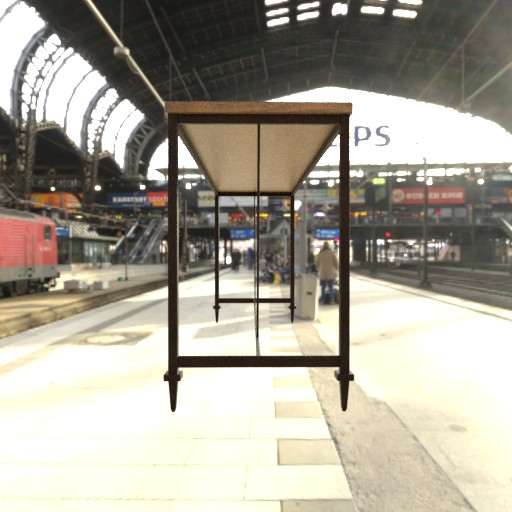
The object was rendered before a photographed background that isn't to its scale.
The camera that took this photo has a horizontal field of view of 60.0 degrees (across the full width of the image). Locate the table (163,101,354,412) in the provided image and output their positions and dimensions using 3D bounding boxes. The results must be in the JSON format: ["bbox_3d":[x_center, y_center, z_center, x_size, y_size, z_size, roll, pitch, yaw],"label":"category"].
[{"bbox_3d":[0.000,0.000,2.125,0.551,0.902,1.700,0,0,-1],"label":"table"}]
